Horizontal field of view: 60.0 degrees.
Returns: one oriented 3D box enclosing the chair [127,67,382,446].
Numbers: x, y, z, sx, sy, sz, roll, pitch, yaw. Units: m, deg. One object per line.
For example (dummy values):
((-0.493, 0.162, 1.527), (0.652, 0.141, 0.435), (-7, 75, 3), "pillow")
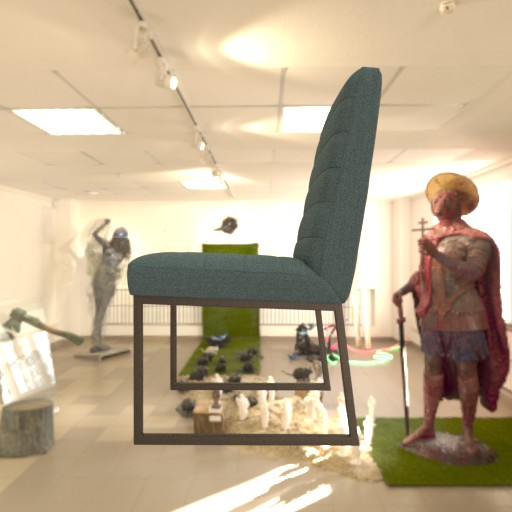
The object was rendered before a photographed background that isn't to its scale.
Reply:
((0.000, 0.000, 1.318), (0.634, 0.930, 0.520), (0, 0, 1), "chair")
